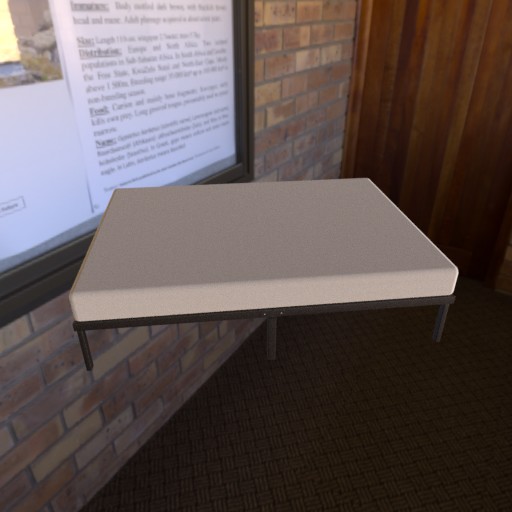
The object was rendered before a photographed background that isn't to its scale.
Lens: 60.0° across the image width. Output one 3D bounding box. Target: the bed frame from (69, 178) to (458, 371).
[{"bbox_3d":[0.000,0.000,3.881,2.842,0.680,2.205,0,30,0],"label":"bed frame"}]
